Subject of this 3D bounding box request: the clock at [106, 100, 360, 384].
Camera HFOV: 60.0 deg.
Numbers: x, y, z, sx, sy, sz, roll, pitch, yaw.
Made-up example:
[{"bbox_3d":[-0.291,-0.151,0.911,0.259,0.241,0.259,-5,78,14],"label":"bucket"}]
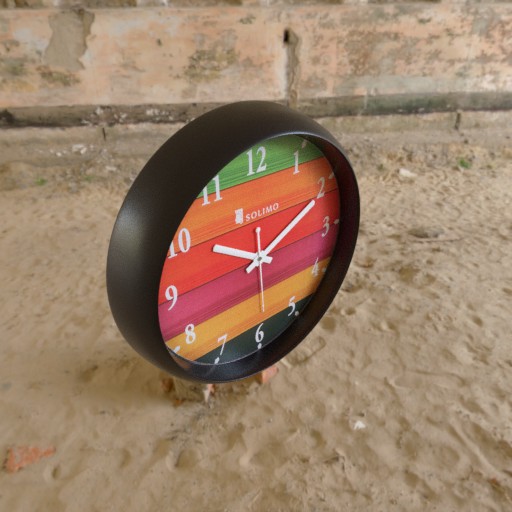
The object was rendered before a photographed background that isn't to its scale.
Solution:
[{"bbox_3d":[0.000,0.000,0.458,0.300,0.300,0.060,-24,38,-34],"label":"clock"}]
